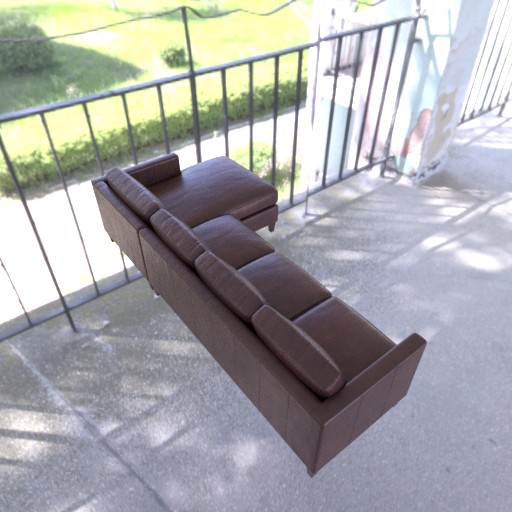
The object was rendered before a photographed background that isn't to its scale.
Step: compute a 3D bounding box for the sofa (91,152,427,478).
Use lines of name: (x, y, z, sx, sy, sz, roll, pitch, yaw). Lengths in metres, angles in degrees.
sofa: (0.000, 0.000, 3.889, 1.581, 0.883, 3.203, -27, 48, -28)
